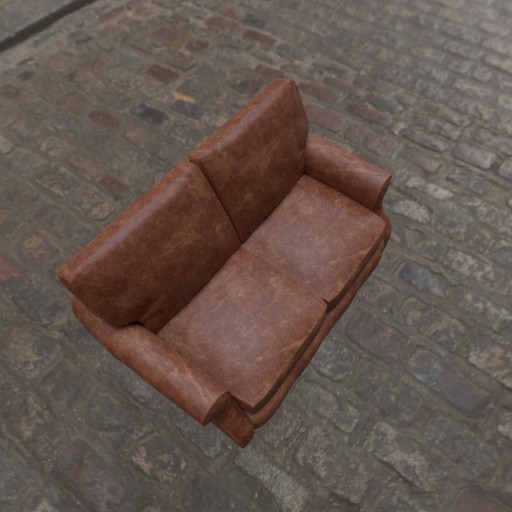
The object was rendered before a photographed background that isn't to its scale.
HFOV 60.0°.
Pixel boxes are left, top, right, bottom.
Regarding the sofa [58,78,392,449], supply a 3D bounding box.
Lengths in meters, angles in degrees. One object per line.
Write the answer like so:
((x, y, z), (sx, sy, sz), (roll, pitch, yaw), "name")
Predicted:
((0.000, 0.000, 2.253), (0.990, 0.967, 1.616), (32, 63, 19), "sofa")
